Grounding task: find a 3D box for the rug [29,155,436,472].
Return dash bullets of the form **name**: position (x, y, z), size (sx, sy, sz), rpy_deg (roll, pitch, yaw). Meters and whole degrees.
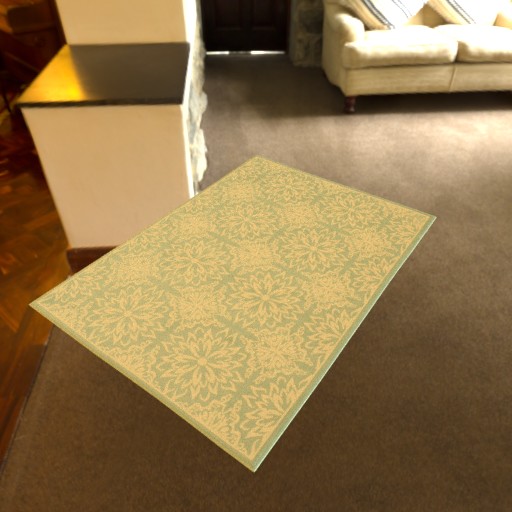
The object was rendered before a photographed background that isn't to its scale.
- **rug**: position (0.000, 0.000, 2.840), size (1.589, 0.014, 2.205), rpy_deg (25, 47, 27)
